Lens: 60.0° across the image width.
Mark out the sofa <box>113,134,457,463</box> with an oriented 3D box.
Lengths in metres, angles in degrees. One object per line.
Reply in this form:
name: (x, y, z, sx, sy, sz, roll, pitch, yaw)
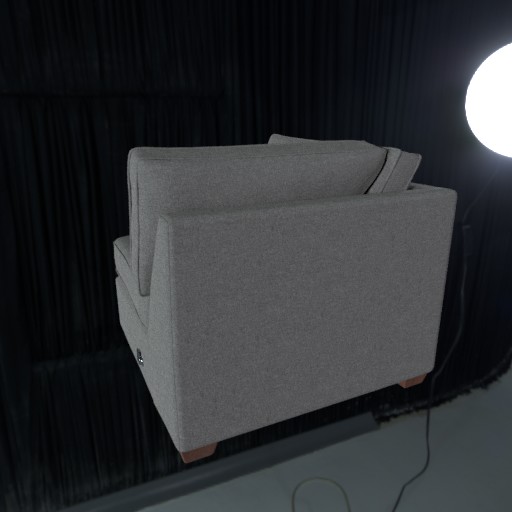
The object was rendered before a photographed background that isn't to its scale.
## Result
sofa: (0.000, 0.000, 1.942, 1.146, 1.002, 1.084, -9, 19, -25)
